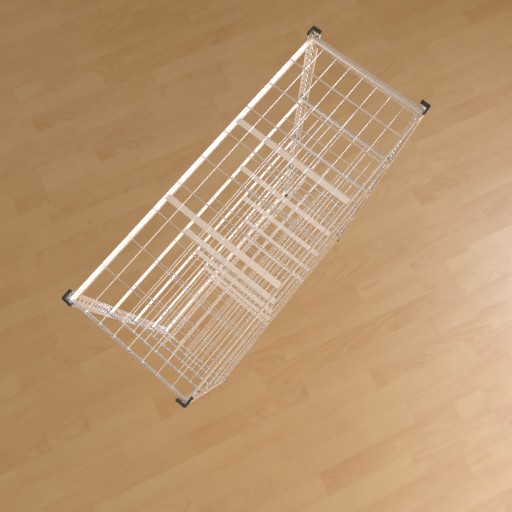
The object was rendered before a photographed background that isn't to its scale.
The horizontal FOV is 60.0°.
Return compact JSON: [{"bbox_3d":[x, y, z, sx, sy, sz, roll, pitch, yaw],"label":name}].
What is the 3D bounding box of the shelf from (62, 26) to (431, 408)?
[{"bbox_3d":[0.000,0.000,2.682,0.610,1.981,1.524,39,80,8],"label":"shelf"}]
